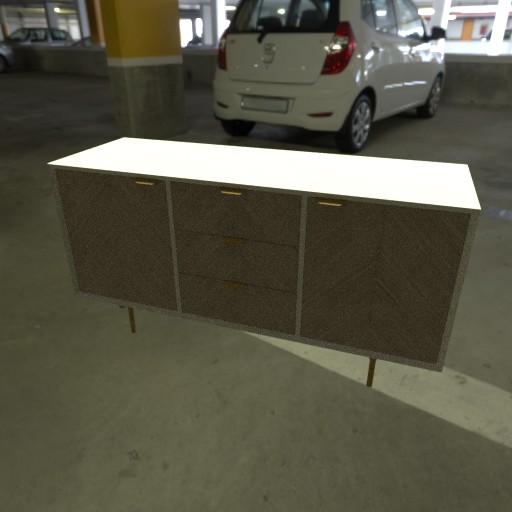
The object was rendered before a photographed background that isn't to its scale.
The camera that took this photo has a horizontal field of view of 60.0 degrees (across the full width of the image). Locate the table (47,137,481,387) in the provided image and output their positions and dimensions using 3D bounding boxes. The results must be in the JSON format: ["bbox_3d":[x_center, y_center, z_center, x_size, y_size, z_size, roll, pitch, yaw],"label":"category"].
[{"bbox_3d":[0.000,0.000,1.837,1.500,0.769,0.508,9,28,17],"label":"table"}]
